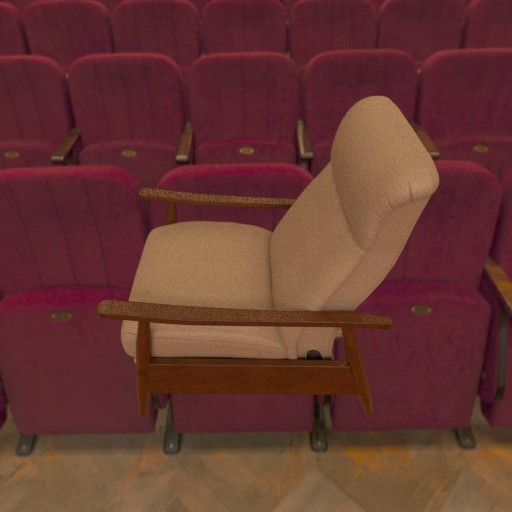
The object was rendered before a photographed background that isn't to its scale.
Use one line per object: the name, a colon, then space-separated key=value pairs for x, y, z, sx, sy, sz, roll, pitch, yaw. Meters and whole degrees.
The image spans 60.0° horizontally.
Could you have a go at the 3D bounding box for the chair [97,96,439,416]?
chair: x=0.000 y=0.000 z=1.756 sx=1.030 sy=1.082 sz=0.762 roll=0 pitch=40 yaw=0
